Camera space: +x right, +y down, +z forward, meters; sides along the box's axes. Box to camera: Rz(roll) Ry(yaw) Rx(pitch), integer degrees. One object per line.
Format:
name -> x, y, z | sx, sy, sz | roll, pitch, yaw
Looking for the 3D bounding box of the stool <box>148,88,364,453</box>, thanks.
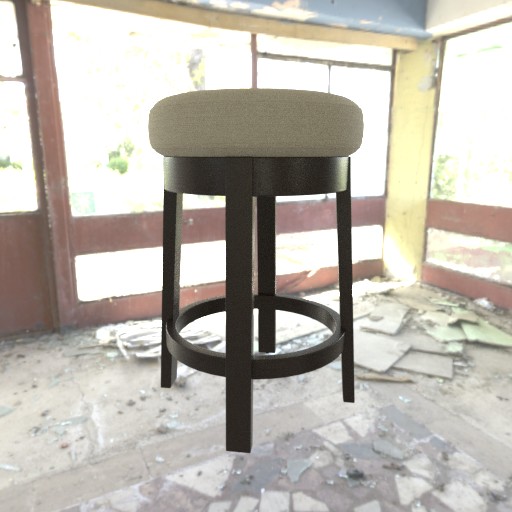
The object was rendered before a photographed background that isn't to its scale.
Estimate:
stool -> 0.000, 0.000, 0.964 | 0.449, 0.655, 0.449 | 0, 13, 0
